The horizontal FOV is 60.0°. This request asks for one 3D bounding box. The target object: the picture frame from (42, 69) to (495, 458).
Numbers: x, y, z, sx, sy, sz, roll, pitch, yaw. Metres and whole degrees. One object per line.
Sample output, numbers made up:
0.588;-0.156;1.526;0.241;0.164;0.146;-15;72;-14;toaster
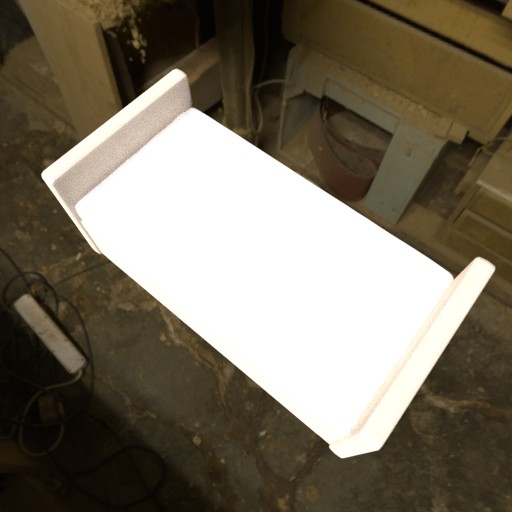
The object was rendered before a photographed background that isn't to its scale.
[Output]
0.000;0.000;2.659;2.161;0.891;1.069;36;69;17;picture frame
